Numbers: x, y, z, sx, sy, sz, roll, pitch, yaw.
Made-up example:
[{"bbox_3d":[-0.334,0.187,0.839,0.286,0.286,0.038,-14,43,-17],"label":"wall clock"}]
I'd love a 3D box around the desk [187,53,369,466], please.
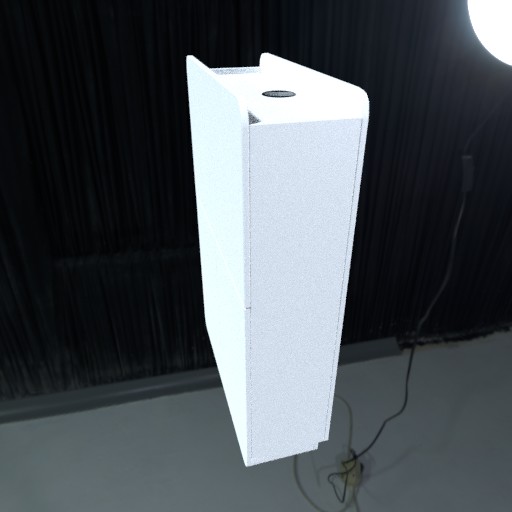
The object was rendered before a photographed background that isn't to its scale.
[{"bbox_3d":[0.000,0.000,1.511,0.278,1.190,0.795,-8,31,-13],"label":"desk"}]
